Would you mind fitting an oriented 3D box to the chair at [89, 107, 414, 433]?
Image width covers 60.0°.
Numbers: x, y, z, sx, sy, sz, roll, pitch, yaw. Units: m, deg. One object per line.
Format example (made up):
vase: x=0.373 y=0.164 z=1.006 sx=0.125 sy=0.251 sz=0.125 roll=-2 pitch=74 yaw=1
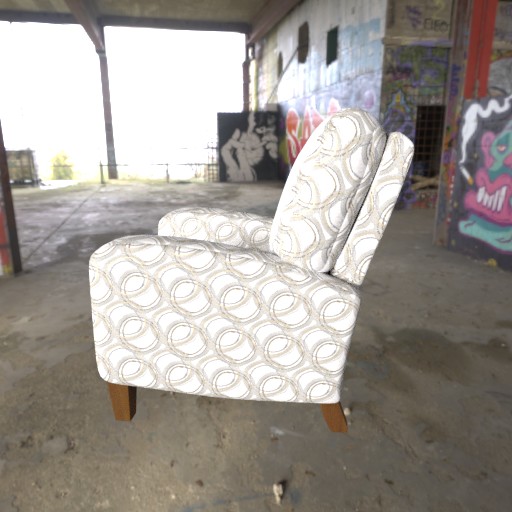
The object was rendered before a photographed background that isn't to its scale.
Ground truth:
chair: x=0.000 y=0.000 z=1.730 sx=0.995 sy=1.065 sz=0.796 roll=2 pitch=15 yaw=7
